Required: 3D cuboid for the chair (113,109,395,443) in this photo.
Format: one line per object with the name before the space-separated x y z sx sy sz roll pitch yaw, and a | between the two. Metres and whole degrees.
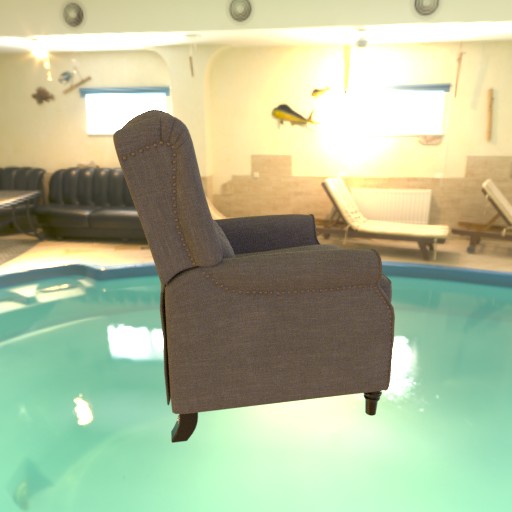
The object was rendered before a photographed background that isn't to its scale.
chair | 0.000 0.000 1.657 0.898 1.035 0.742 -3 16 -11
